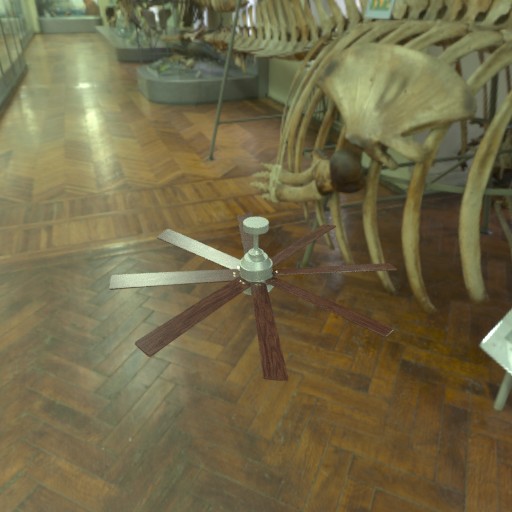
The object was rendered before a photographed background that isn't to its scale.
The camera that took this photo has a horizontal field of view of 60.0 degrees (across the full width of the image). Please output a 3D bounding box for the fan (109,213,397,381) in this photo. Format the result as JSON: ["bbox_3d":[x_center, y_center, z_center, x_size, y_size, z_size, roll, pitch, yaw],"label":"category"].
[{"bbox_3d":[0.000,0.000,2.782,1.830,0.472,1.830,22,37,33],"label":"fan"}]
